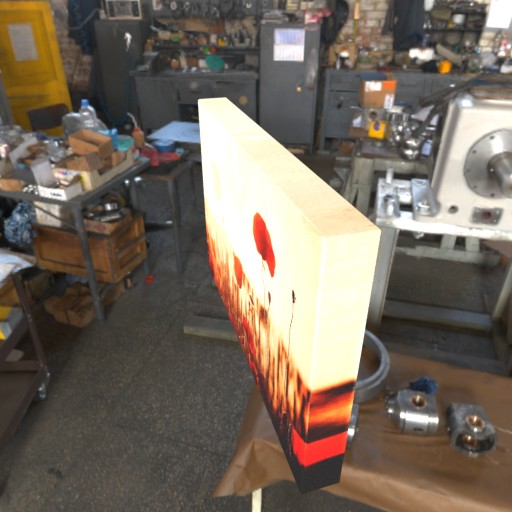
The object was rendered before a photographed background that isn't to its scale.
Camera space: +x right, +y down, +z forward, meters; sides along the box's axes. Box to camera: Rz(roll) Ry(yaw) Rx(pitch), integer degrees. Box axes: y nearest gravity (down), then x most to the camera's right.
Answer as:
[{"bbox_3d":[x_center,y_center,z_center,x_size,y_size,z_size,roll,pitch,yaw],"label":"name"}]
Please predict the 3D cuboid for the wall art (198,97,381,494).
[{"bbox_3d":[0.000,0.000,0.476,0.037,0.251,0.383,-9,32,-15],"label":"wall art"}]
